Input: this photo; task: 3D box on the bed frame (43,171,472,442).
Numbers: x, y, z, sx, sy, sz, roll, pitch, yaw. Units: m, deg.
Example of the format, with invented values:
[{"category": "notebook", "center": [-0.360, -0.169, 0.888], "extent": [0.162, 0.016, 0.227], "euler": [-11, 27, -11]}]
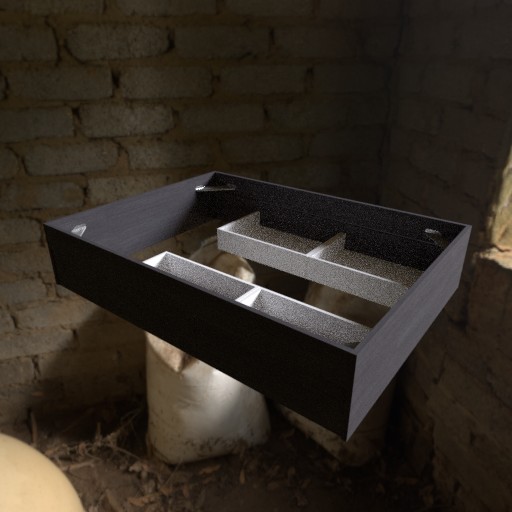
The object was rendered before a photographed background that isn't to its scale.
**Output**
[{"category": "bed frame", "center": [0.000, 0.000, 2.589], "extent": [1.944, 0.459, 1.448], "euler": [18, 31, 33]}]
